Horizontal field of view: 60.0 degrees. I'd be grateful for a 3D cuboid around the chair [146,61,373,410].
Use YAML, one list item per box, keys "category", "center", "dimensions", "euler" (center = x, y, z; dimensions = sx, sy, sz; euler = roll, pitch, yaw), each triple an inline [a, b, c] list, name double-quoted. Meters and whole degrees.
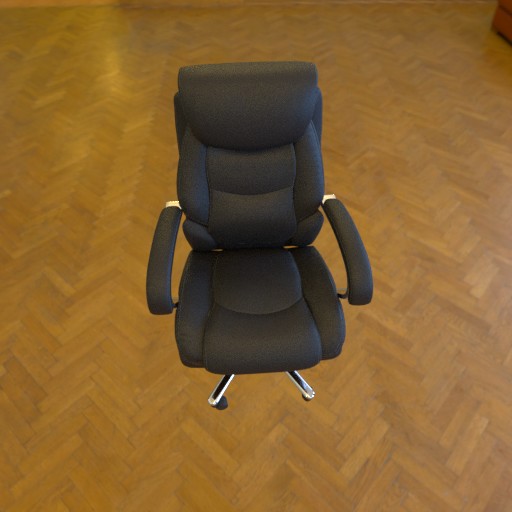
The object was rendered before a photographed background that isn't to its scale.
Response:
- category: "chair"
  center: [0.000, 0.000, 1.708]
  dimensions: [0.755, 1.183, 0.790]
  euler: [-3, 46, -3]
